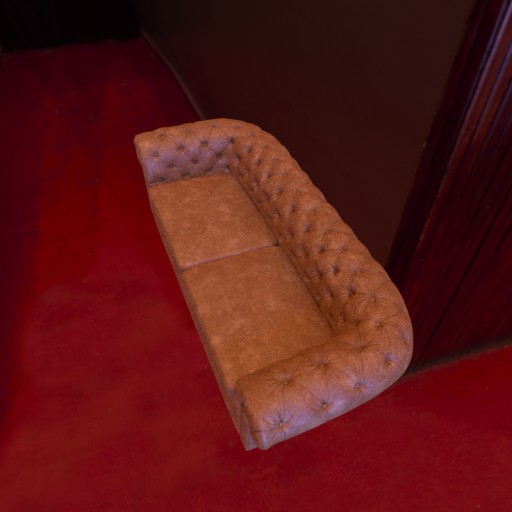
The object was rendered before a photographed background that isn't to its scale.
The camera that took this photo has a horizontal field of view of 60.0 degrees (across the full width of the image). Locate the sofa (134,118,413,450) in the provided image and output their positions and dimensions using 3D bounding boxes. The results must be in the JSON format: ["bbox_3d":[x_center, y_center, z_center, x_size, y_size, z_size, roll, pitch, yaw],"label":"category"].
[{"bbox_3d":[0.000,0.000,2.818,0.989,0.760,2.365,-17,50,-15],"label":"sofa"}]
